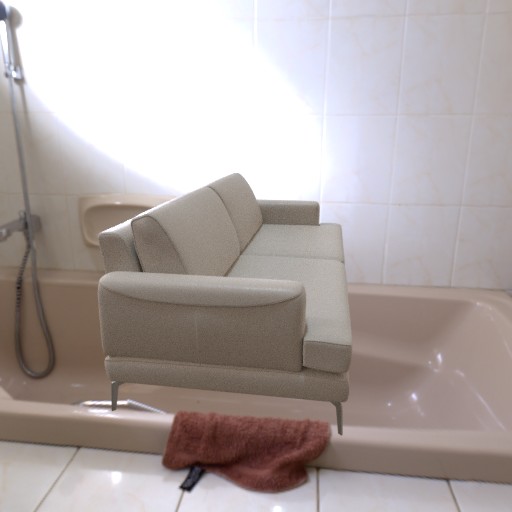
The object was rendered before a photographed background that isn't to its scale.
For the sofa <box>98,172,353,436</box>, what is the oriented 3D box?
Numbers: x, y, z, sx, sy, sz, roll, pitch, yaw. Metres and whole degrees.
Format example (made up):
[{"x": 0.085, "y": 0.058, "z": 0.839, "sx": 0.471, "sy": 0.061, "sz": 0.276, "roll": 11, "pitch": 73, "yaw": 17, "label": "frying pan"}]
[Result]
[{"x": 0.000, "y": 0.000, "z": 2.448, "sx": 0.974, "sy": 0.765, "sz": 1.940, "roll": 3, "pitch": 16, "yaw": 9, "label": "sofa"}]
